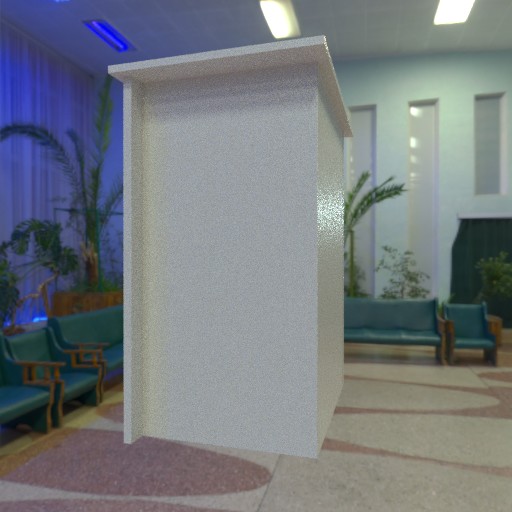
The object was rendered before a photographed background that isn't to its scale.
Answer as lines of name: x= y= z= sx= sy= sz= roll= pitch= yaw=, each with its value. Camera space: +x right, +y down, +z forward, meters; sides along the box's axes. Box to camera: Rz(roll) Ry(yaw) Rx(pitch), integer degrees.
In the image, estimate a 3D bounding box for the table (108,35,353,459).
table: x=0.000 y=0.000 z=1.053 sx=0.406 sy=0.711 sz=0.589 roll=0 pitch=0 yaw=17
